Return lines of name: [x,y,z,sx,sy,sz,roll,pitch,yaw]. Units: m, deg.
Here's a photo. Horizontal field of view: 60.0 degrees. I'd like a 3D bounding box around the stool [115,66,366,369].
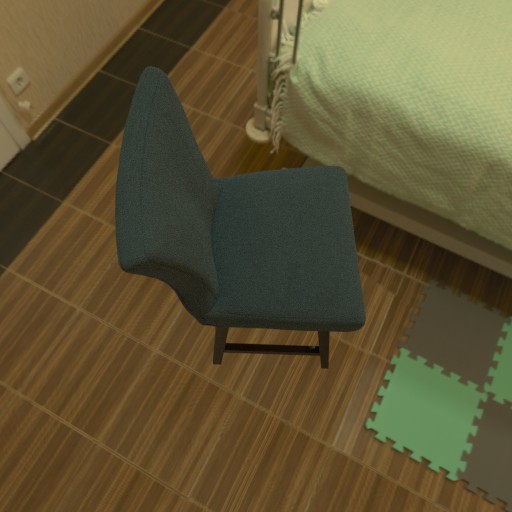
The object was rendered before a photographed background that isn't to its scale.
stool: [0.000,0.000,1.346,0.574,1.000,0.514,-1,65,-1]
